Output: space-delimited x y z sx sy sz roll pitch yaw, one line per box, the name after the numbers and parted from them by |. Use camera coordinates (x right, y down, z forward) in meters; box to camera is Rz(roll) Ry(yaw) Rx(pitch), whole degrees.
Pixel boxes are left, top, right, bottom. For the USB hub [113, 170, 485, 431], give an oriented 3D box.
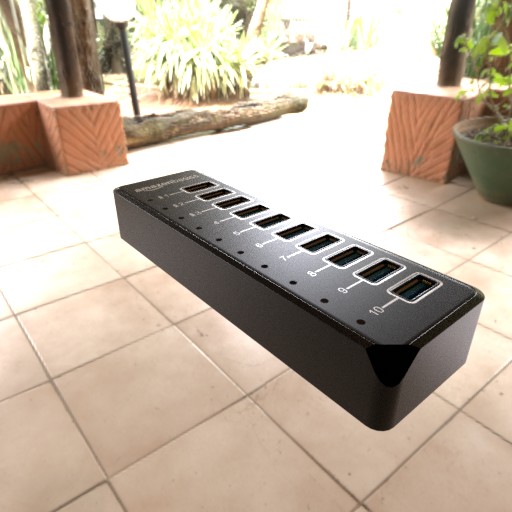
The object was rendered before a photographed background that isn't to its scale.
0.000 0.000 0.161 0.044 0.023 0.145 -22 35 -35 | USB hub
